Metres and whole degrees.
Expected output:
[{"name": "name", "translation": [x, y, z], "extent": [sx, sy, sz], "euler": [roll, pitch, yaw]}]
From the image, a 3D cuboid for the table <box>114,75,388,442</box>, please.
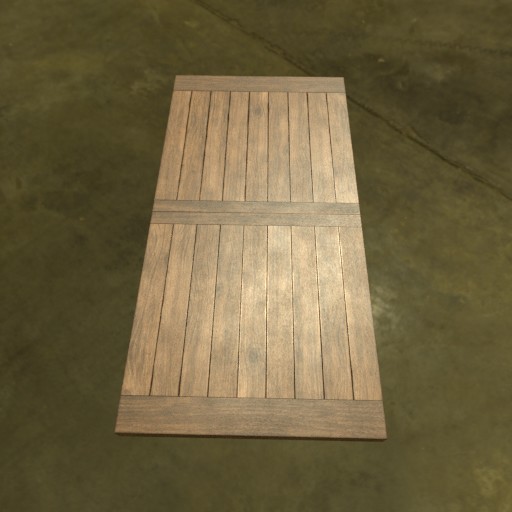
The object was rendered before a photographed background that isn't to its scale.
[{"name": "table", "translation": [0.000, 0.000, 2.307], "extent": [0.931, 0.757, 1.867], "euler": [1, 59, 1]}]
